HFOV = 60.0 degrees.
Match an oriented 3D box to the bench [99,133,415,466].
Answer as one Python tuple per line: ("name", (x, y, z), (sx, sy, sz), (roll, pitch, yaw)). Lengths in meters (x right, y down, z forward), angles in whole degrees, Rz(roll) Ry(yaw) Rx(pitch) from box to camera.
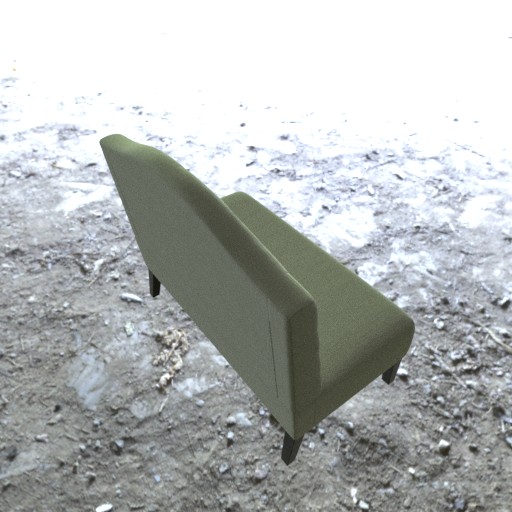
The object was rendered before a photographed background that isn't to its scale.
("bench", (0.000, 0.000, 2.063), (0.815, 1.180, 1.335), (-27, 48, -27))
